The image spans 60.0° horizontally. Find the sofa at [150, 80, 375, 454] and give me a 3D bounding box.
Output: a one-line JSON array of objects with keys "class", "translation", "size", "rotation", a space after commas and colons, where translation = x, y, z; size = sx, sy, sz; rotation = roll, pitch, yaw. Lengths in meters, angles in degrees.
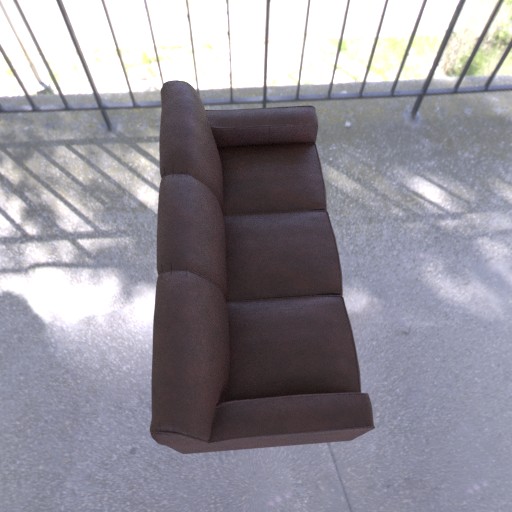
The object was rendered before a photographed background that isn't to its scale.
[{"class": "sofa", "translation": [0.000, 0.000, 2.580], "size": [1.008, 0.953, 2.039], "rotation": [-4, 62, -2]}]
